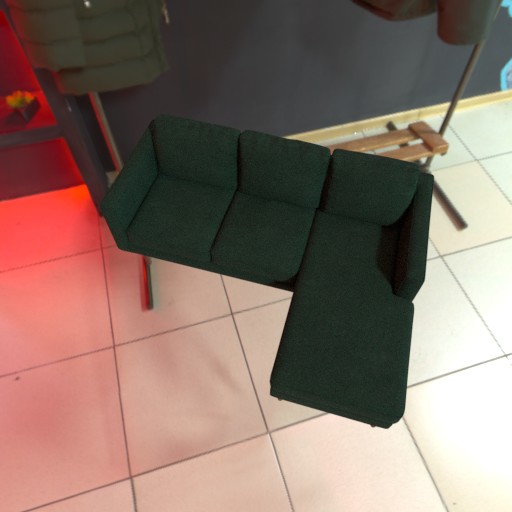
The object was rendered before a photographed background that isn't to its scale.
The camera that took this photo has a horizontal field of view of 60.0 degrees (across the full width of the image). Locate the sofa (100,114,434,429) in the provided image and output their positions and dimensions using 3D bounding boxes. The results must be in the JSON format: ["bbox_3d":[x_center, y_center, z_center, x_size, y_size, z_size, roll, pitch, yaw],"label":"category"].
[{"bbox_3d":[0.000,0.000,2.858,2.030,0.899,1.580,13,58,9],"label":"sofa"}]
